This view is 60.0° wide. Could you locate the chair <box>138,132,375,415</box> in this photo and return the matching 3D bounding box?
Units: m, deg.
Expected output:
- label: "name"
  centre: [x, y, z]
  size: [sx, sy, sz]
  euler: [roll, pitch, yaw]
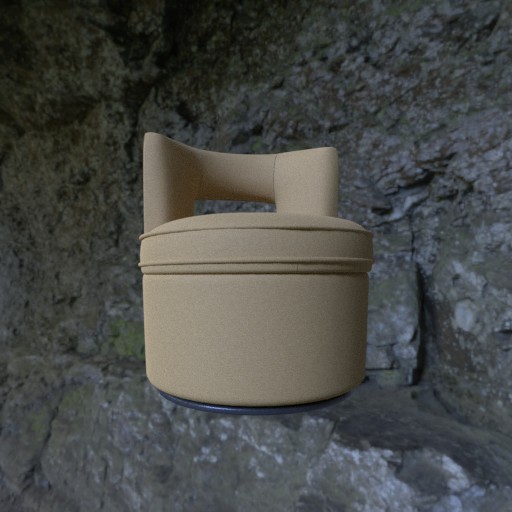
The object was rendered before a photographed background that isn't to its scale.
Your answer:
- label: "chair"
  centre: [0.000, 0.000, 1.268]
  size: [0.650, 0.723, 0.665]
  euler: [0, -1, -17]
